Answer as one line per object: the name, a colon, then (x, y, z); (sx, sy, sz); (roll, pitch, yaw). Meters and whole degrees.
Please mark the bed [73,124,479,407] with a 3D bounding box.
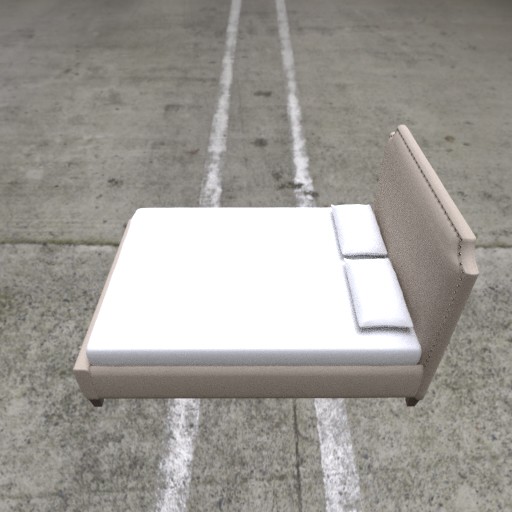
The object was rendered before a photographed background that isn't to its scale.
bed: (0.000, 0.000, 3.317); (2.372, 1.443, 1.713); (0, 40, 0)
